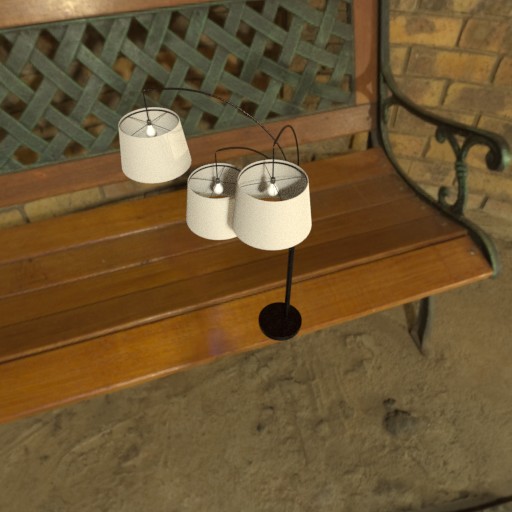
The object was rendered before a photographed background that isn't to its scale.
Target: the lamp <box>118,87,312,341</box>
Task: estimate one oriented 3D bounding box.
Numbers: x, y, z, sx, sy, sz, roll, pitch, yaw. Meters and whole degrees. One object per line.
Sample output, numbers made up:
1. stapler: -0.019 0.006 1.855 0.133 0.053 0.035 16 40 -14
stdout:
1. lamp: 0.000 0.000 2.471 0.951 1.950 0.924 31 53 26
